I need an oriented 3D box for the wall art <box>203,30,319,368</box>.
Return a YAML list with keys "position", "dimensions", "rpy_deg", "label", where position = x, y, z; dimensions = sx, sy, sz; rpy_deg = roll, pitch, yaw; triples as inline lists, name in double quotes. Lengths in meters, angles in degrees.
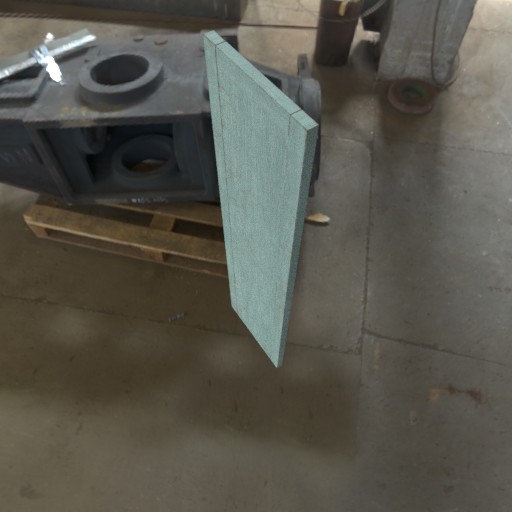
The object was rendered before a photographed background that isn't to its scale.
- position: [0.000, 0.000, 1.310]
  dimensions: [0.025, 1.219, 0.329]
  rpy_deg: [-30, 63, -18]
  label: "wall art"
